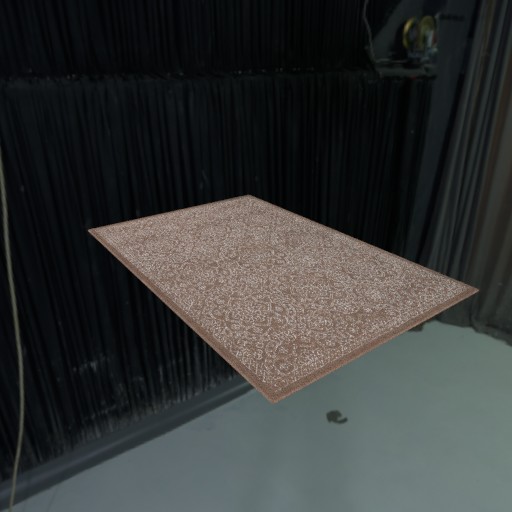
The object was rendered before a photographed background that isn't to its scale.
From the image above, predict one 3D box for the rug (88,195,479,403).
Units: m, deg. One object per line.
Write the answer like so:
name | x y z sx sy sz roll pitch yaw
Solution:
rug | 0.000 0.000 2.980 1.524 0.011 2.286 -17 30 -33
